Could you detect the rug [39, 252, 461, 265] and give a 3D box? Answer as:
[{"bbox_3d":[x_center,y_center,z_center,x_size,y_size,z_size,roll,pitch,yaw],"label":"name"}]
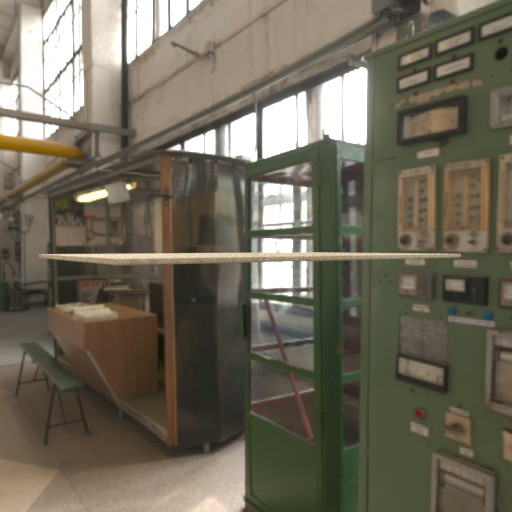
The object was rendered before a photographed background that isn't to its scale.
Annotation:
[{"bbox_3d":[0.000,0.000,2.922,2.346,0.025,1.500,-1,1,-36],"label":"rug"}]
